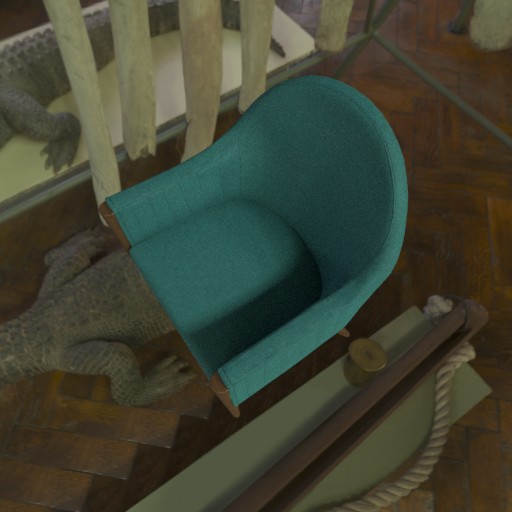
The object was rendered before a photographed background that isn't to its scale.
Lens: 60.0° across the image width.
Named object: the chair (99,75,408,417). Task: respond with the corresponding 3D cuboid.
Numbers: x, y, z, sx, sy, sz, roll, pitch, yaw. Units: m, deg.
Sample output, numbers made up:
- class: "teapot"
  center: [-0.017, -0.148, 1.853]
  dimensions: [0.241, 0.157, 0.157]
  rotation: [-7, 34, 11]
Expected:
- class: "chair"
  center: [0.000, 0.000, 1.353]
  dimensions: [0.652, 0.907, 0.656]
  rotation: [-32, 68, -15]
